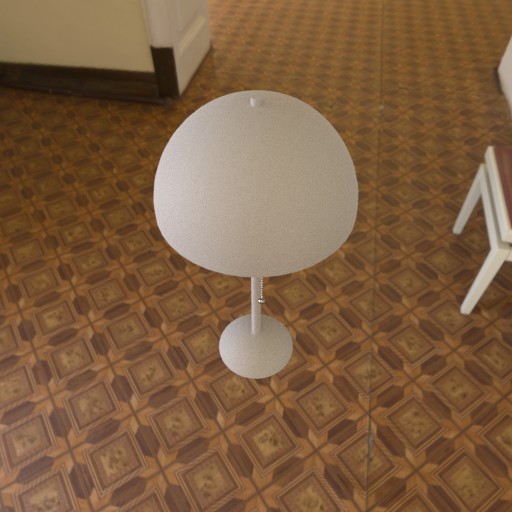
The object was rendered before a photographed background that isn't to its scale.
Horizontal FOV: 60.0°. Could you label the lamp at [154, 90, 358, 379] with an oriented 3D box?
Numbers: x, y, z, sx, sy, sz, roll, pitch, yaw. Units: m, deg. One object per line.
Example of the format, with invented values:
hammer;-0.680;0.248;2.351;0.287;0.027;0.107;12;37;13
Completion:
lamp;0.000;0.000;0.432;0.171;0.330;0.171;0;48;0
